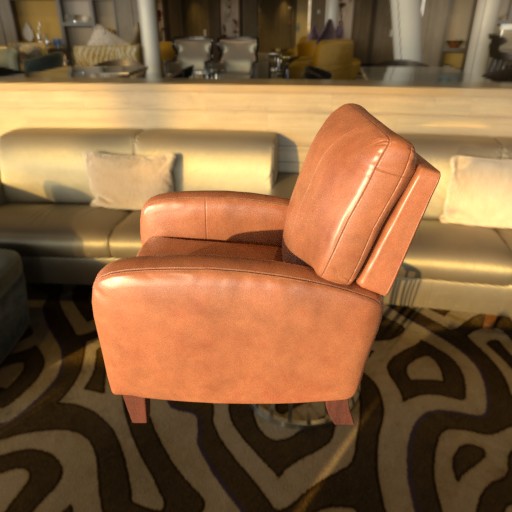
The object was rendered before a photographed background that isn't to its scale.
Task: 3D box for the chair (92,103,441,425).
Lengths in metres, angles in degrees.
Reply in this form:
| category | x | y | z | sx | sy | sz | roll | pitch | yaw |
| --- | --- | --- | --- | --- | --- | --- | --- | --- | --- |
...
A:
| category | x | y | z | sx | sy | sz | roll | pitch | yaw |
| --- | --- | --- | --- | --- | --- | --- | --- | --- | --- |
| chair | 0.000 | 0.000 | 1.618 | 0.990 | 0.990 | 0.762 | 0 | 27 | 1 |
